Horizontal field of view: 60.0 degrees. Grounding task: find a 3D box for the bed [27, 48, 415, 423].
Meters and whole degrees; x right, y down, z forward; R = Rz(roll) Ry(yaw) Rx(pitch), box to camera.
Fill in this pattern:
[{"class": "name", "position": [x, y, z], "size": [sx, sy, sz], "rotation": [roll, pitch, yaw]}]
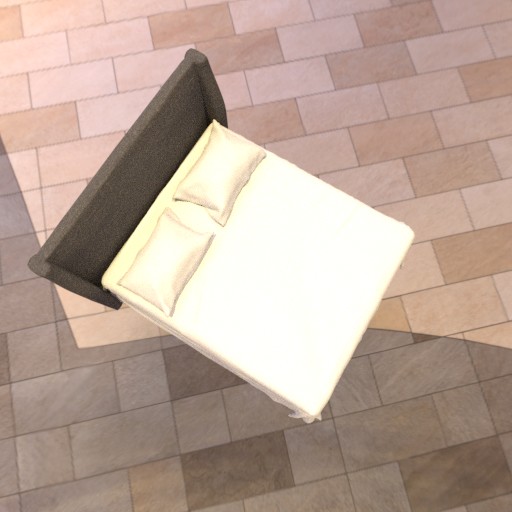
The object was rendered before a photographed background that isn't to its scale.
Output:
[{"class": "bed", "position": [0.000, 0.000, 3.476], "size": [2.276, 1.332, 1.925], "rotation": [30, 78, 7]}]
